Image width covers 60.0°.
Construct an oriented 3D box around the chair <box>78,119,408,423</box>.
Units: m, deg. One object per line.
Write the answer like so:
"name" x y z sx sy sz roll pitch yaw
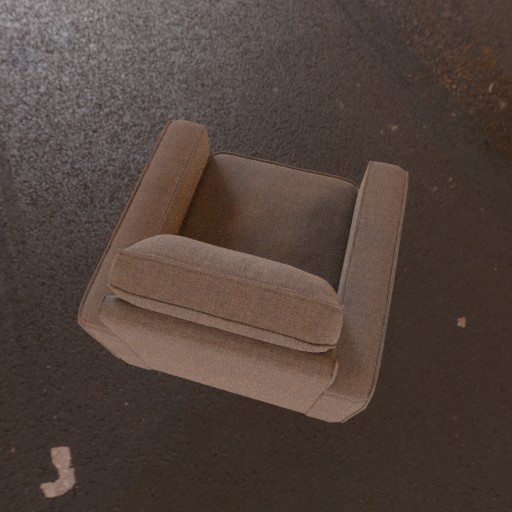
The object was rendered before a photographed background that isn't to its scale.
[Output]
"chair" 0.000 0.000 1.717 1.016 0.914 0.940 14 65 7
